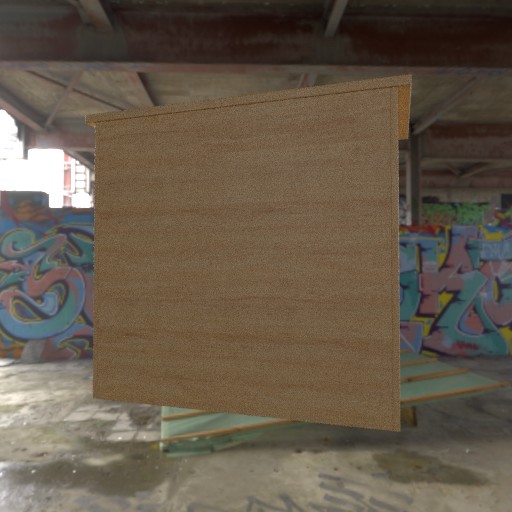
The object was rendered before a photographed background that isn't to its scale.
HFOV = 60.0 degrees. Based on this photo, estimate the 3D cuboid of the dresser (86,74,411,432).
[{"bbox_3d":[0.000,0.000,1.215,0.800,0.730,0.410,0,-1,18],"label":"dresser"}]
